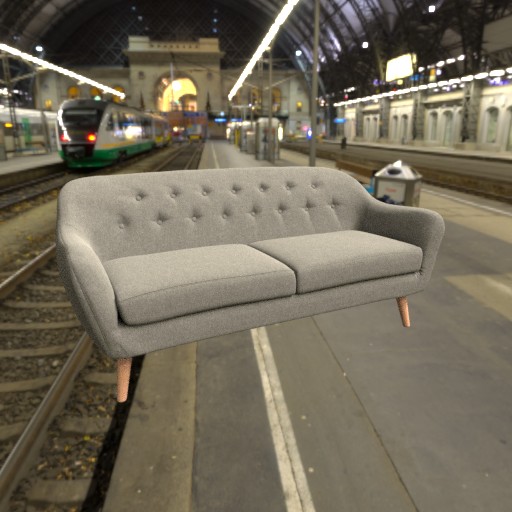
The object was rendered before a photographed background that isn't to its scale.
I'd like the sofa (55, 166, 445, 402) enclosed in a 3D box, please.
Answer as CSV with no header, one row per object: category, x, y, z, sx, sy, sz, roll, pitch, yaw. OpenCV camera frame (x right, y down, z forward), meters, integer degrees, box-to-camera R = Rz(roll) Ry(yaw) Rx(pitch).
sofa,0.000,0.000,2.245,1.840,0.820,0.820,-8,18,-26
